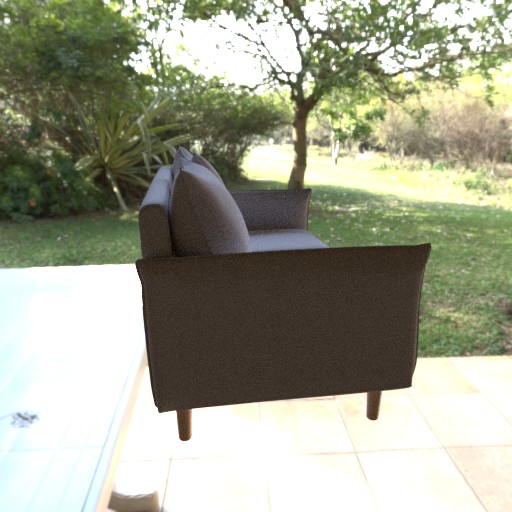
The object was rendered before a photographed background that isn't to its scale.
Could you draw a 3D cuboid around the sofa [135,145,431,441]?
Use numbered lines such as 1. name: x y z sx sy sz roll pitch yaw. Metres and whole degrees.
1. sofa: 0.000 0.000 1.808 0.820 0.840 1.300 -3 16 -9
